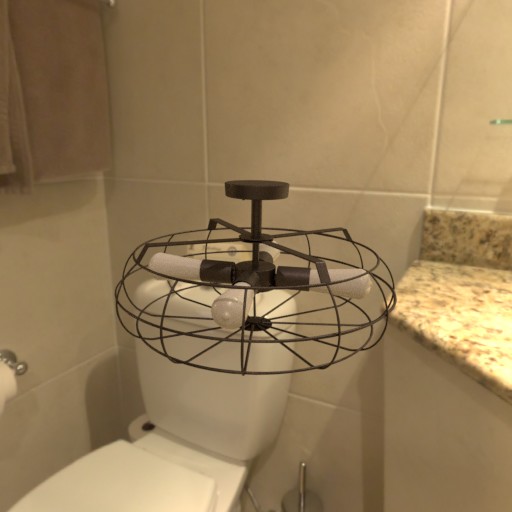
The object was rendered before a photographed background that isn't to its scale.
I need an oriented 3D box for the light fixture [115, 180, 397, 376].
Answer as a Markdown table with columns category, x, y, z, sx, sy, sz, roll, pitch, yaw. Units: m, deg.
| category | x | y | z | sx | sy | sz | roll | pitch | yaw |
| --- | --- | --- | --- | --- | --- | --- | --- | --- | --- |
| light fixture | 0.000 | 0.000 | 0.942 | 0.582 | 0.311 | 0.582 | 0 | 15 | 0 |
